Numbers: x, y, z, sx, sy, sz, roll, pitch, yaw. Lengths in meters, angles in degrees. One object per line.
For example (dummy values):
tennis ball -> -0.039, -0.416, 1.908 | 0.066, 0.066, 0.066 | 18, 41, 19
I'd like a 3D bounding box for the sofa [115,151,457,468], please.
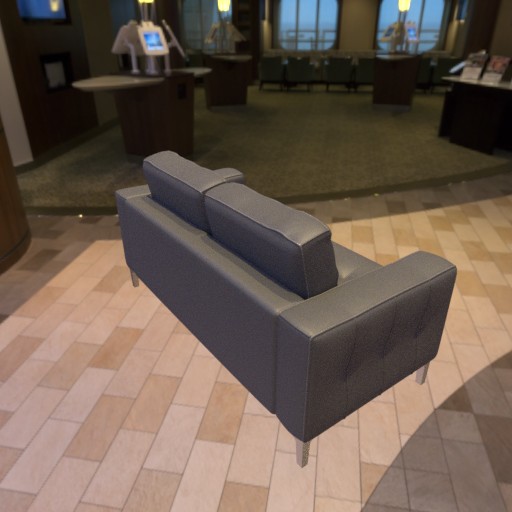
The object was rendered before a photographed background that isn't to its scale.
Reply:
sofa -> 0.000, 0.000, 2.270 | 0.833, 0.893, 1.726 | -19, 33, -31
